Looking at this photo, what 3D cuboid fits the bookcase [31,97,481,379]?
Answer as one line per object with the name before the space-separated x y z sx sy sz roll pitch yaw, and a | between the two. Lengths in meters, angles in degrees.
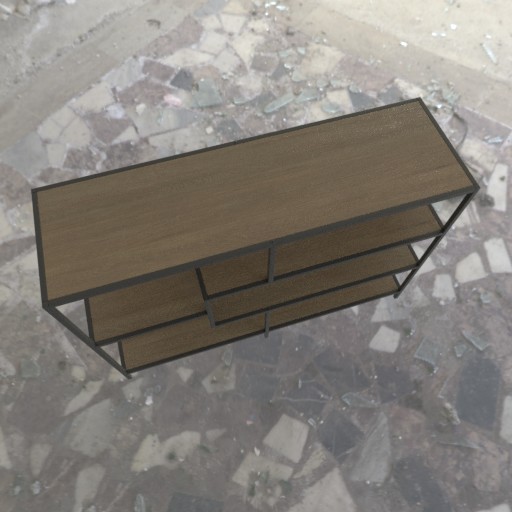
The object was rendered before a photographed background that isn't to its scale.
bookcase | 0.000 0.000 1.519 1.140 0.780 0.350 -15 64 -8
